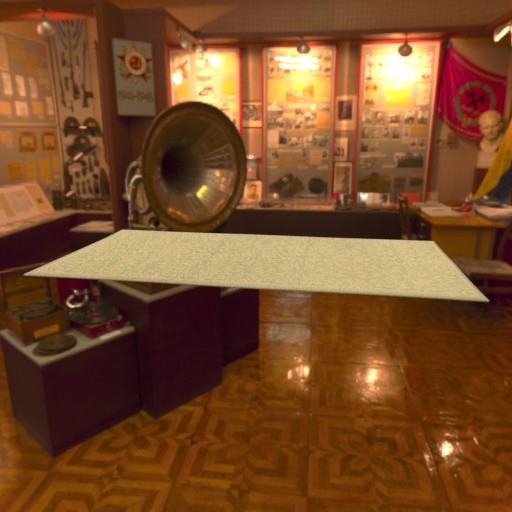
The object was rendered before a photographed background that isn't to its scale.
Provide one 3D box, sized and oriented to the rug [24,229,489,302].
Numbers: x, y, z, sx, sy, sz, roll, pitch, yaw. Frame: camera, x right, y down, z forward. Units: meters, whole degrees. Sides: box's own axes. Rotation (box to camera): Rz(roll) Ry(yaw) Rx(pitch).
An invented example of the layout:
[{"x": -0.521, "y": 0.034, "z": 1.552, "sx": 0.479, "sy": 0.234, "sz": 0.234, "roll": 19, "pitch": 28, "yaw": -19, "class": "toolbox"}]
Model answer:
[{"x": 0.000, "y": 0.000, "z": 1.429, "sx": 1.219, "sy": 0.007, "sz": 0.604, "roll": 3, "pitch": 16, "yaw": 9, "class": "rug"}]
